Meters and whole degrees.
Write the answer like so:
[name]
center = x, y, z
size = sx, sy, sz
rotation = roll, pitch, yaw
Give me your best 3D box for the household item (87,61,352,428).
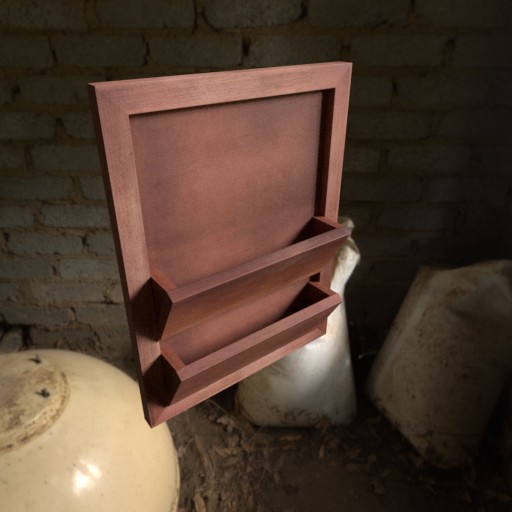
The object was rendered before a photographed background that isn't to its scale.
[household item]
center = 0.000, 0.000, 0.531
size = 0.310, 0.407, 0.067
rotation = -20, 35, -32
